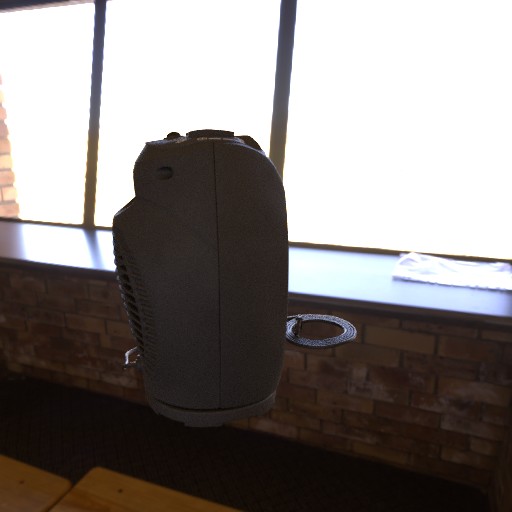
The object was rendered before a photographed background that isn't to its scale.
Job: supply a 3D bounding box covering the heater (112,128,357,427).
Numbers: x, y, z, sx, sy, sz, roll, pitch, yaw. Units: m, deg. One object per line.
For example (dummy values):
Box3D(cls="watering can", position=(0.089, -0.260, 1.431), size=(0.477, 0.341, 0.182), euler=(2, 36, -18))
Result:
Box3D(cls="heater", position=(0.000, 0.000, 0.467), size=(0.291, 0.255, 0.239), euler=(-3, 15, -10))
